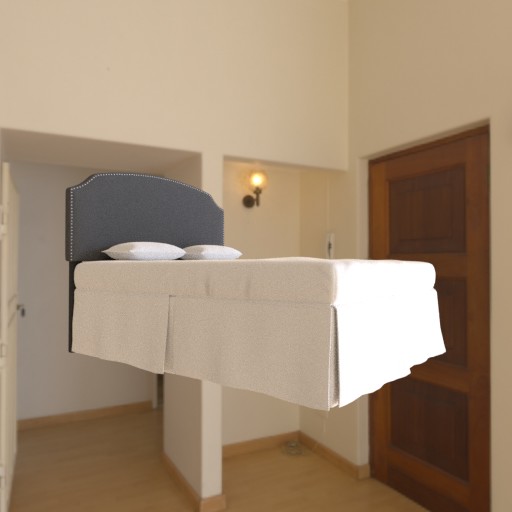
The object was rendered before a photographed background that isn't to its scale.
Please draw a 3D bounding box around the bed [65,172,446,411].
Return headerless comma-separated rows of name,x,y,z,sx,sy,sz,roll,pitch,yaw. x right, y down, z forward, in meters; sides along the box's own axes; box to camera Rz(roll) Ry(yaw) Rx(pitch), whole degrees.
bed,0.000,0.000,2.914,1.999,1.270,1.558,-1,-1,37
